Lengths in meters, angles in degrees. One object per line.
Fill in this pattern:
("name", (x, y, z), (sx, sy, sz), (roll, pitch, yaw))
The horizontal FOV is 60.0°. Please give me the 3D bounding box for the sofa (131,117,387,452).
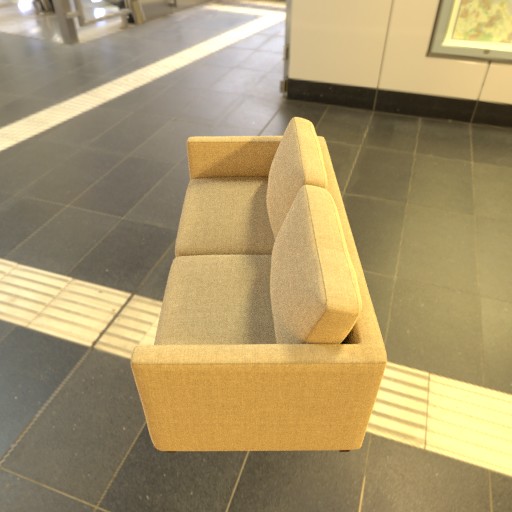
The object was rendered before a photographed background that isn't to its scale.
("sofa", (0.000, 0.000, 2.446), (0.950, 0.963, 1.884), (0, 40, 0))
